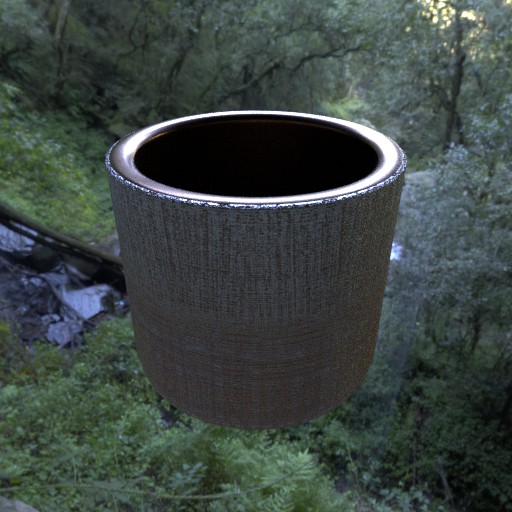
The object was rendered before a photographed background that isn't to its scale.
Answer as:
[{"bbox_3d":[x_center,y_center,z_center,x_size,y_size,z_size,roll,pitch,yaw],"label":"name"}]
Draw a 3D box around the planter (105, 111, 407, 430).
[{"bbox_3d":[0.000,0.000,0.187,0.109,0.096,0.109,0,31,0],"label":"planter"}]
